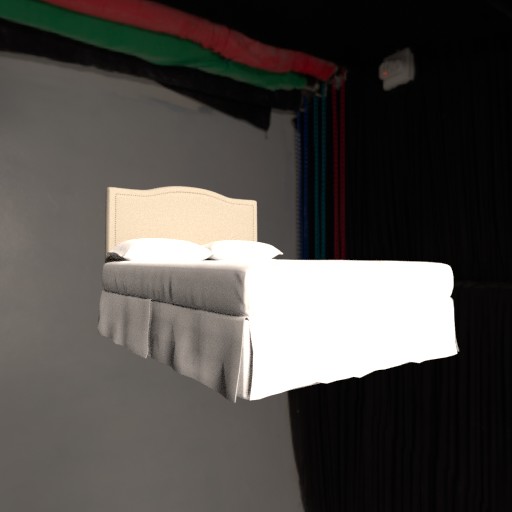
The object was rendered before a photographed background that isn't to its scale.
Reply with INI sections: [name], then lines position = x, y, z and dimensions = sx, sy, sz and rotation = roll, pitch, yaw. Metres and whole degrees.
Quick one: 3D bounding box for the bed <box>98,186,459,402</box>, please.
[bed]
position = 0.000, 0.000, 3.649
dimensions = 1.977, 1.437, 2.477
rotation = 0, 0, -36
